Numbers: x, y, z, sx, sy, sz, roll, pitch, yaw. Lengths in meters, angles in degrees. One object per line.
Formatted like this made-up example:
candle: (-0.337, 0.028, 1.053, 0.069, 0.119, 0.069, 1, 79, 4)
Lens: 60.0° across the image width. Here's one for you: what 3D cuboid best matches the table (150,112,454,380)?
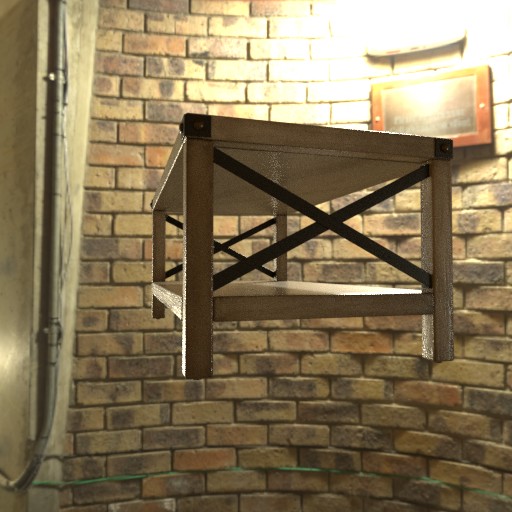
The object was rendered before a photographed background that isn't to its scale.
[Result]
table: (0.000, 0.000, 1.298, 0.559, 0.456, 1.016, 1, -2, -16)
